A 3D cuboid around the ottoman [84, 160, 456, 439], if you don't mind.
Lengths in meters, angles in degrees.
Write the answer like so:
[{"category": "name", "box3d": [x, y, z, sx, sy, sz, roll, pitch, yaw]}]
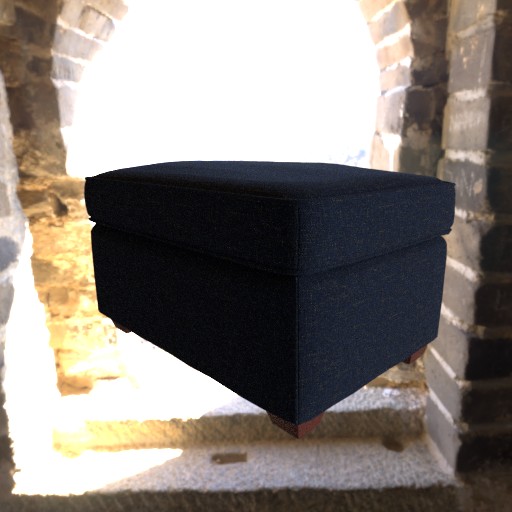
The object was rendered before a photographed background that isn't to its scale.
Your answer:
[{"category": "ottoman", "box3d": [0.000, 0.000, 1.076, 0.549, 0.450, 0.749, -13, 19, -42]}]
